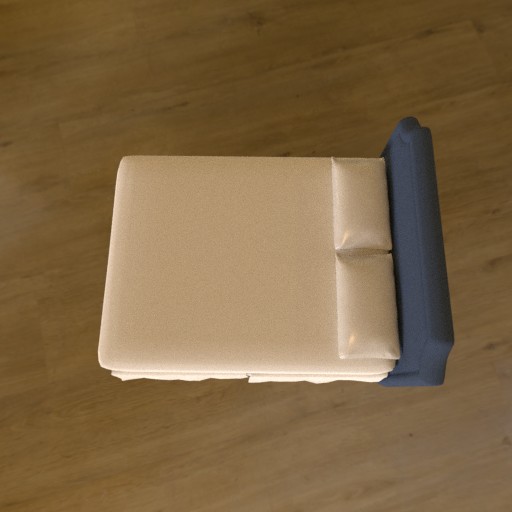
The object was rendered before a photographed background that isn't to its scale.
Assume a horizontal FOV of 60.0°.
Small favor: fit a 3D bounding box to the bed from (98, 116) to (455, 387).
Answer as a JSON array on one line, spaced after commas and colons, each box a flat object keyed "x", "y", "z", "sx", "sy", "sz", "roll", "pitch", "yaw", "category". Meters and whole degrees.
[{"x": 0.000, "y": 0.000, "z": 3.271, "sx": 2.260, "sy": 1.297, "sz": 1.831, "roll": 1, "pitch": 74, "yaw": 0, "category": "bed"}]
